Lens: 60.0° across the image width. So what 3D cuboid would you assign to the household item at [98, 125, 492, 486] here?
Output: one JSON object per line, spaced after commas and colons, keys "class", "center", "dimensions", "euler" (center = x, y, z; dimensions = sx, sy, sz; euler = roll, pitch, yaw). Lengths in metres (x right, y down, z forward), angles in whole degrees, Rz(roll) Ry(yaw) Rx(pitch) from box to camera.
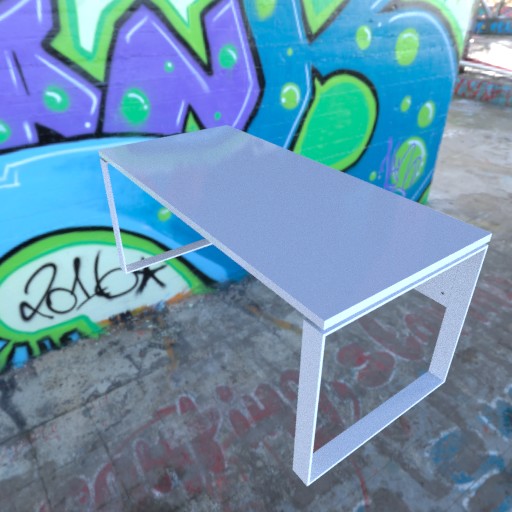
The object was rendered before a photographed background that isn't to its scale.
{"class": "household item", "center": [0.000, 0.000, 2.126], "dimensions": [0.800, 0.745, 1.700], "euler": [-21, 37, -30]}
